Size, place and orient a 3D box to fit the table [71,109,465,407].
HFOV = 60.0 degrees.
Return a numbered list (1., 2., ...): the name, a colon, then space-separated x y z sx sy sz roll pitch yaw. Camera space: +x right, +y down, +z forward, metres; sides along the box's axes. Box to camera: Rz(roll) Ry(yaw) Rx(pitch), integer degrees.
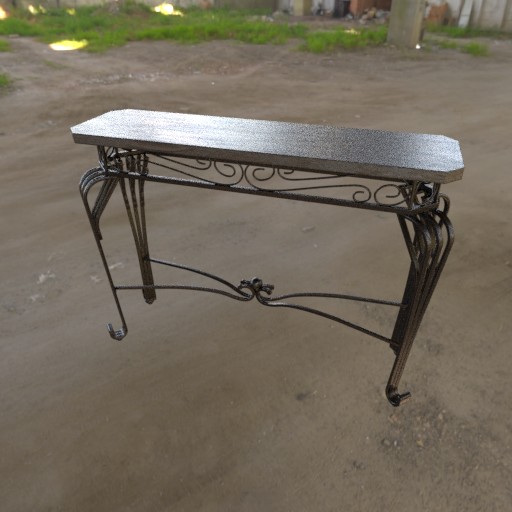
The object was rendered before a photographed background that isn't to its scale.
1. table: 0.000 0.000 1.451 1.112 0.800 0.329 10 33 15
